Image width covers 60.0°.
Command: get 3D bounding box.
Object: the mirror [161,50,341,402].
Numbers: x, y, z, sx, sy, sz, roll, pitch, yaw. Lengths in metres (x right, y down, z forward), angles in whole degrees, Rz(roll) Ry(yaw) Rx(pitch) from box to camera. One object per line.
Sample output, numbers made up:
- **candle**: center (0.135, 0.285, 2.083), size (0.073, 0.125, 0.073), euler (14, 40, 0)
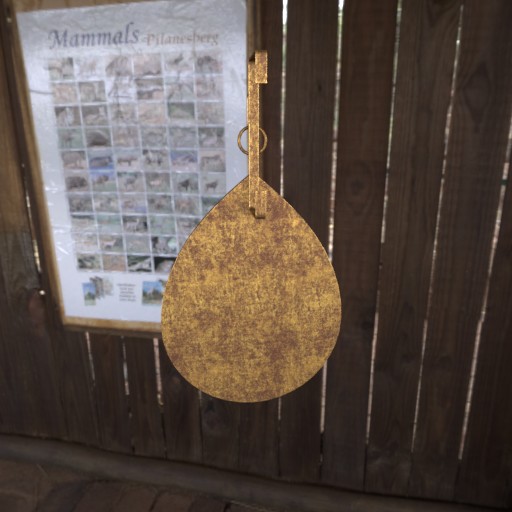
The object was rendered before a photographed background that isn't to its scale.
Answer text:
- **mirror**: center (0.000, 0.000, 0.896), size (0.405, 0.744, 0.144), euler (-2, 16, -7)
